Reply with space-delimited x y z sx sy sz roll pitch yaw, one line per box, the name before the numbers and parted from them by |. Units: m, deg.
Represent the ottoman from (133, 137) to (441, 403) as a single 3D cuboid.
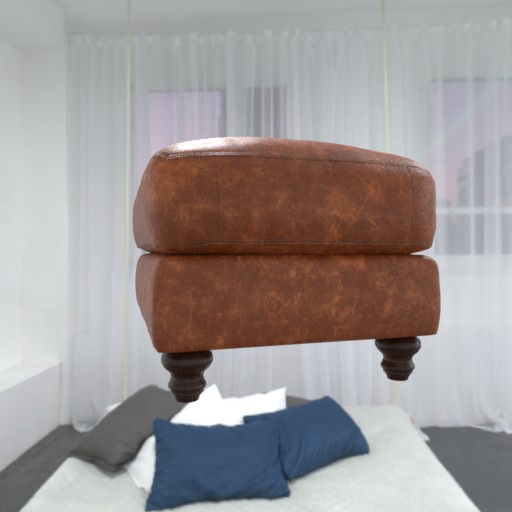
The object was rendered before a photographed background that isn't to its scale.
ottoman | 0.000 0.000 1.257 0.657 0.562 0.832 0 1 -17
